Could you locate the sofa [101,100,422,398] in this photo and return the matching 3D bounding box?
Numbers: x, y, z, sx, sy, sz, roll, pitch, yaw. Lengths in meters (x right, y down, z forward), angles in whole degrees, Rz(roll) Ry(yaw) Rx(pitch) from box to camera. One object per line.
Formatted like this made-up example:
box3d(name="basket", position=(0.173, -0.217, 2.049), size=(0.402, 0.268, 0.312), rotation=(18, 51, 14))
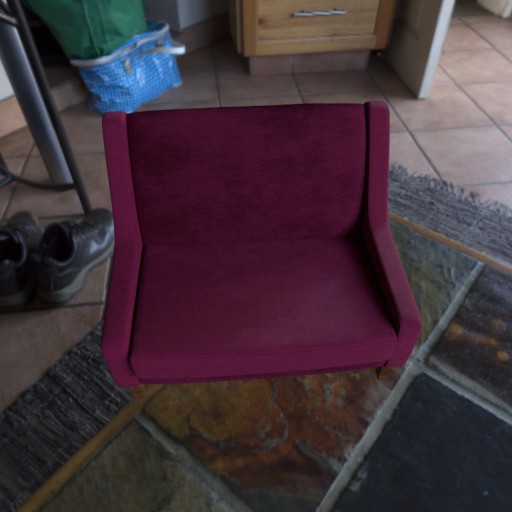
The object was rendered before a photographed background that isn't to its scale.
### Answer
box3d(name="sofa", position=(0.000, 0.000, 1.952), size=(1.242, 0.976, 0.946), rotation=(-3, 46, -3))
